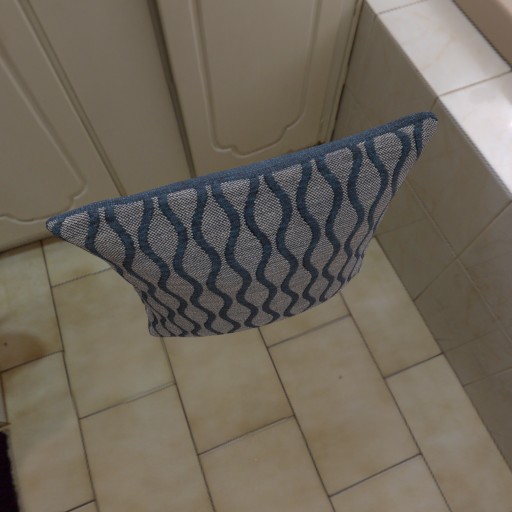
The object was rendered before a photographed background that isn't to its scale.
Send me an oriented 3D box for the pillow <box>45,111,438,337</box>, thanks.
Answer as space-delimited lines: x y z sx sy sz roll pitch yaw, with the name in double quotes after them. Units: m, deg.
0.000 0.000 0.655 0.435 0.435 0.159 -18 67 -8 "pillow"
